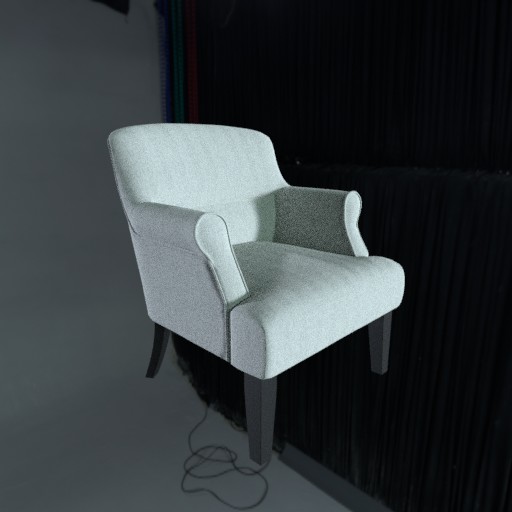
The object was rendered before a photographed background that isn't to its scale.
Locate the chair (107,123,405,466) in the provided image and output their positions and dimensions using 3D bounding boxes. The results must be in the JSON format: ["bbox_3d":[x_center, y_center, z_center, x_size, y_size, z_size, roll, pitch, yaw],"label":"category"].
[{"bbox_3d":[0.000,0.000,1.502,0.750,0.875,0.781,13,20,42],"label":"chair"}]
